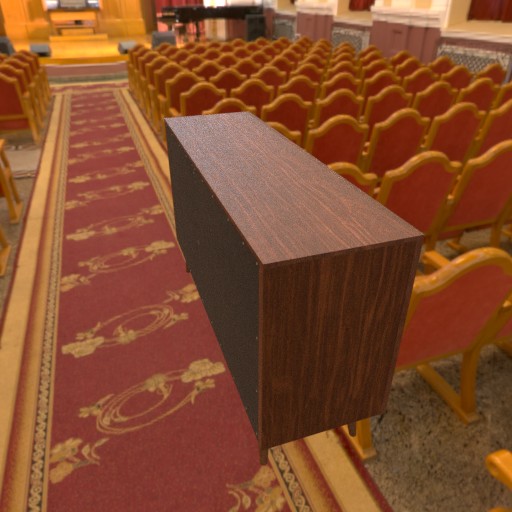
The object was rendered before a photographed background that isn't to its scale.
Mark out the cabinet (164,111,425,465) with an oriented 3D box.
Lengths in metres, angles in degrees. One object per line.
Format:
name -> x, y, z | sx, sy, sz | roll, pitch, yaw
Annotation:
cabinet -> 0.000, 0.000, 2.062 | 0.505, 0.940, 1.575 | -10, 32, -16
